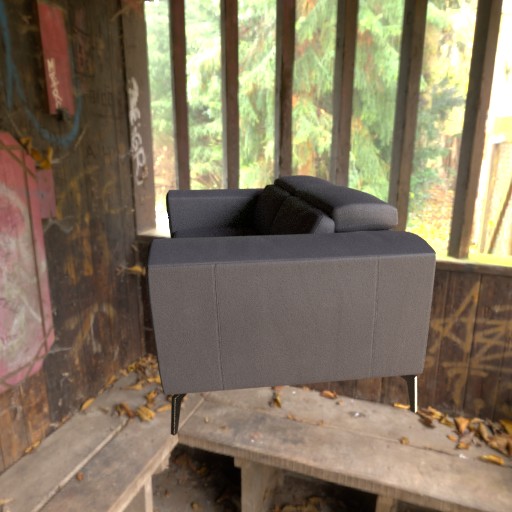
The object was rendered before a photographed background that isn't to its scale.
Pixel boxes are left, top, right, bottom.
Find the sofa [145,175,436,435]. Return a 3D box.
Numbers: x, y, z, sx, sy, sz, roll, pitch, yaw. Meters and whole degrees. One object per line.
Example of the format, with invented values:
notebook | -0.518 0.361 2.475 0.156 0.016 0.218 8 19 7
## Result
sofa | 0.000 0.000 2.396 1.003 0.779 1.895 -2 15 -8
